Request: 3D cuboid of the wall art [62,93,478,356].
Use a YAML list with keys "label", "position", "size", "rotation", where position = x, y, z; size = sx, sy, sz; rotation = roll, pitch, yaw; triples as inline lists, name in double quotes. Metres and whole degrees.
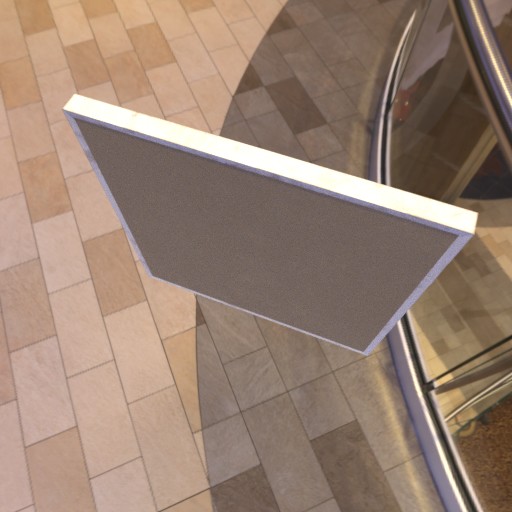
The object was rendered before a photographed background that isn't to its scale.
- label: "wall art"
  position: [0.000, 0.000, 0.743]
  size: [0.508, 0.506, 0.029]
  rotation: [19, 64, 9]
